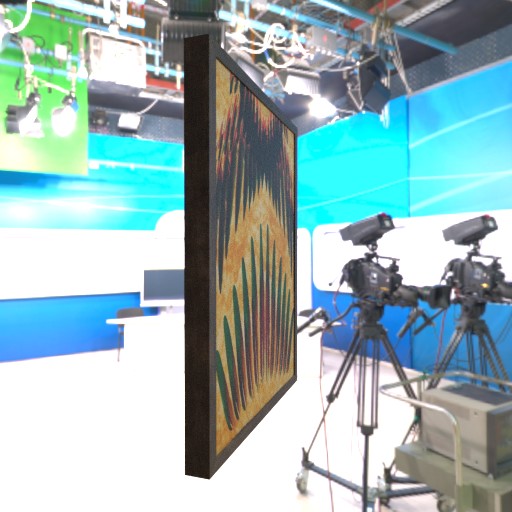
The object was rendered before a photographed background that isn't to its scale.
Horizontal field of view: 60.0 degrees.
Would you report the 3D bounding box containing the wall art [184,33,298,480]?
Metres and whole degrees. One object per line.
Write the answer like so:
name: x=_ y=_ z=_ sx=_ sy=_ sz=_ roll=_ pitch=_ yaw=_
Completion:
wall art: x=0.000 y=0.000 z=0.562 sx=0.027 sy=0.406 sz=0.329 roll=0 pitch=1 yaw=19
